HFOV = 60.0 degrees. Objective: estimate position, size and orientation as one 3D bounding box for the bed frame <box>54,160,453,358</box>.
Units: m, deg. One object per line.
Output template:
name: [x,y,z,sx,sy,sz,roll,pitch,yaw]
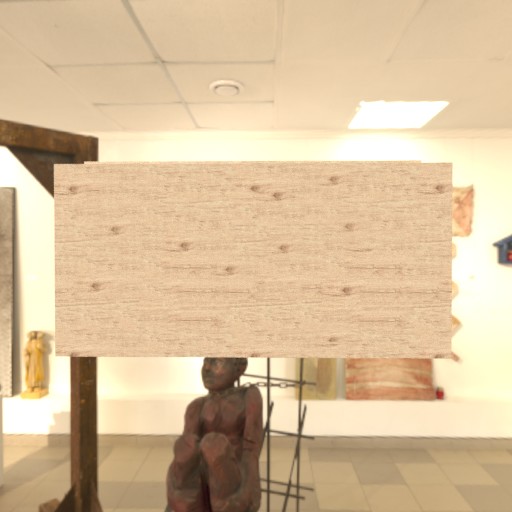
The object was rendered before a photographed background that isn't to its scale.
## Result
bed frame: [0.000,0.000,3.213,1.950,0.970,2.080,0,1,1]
